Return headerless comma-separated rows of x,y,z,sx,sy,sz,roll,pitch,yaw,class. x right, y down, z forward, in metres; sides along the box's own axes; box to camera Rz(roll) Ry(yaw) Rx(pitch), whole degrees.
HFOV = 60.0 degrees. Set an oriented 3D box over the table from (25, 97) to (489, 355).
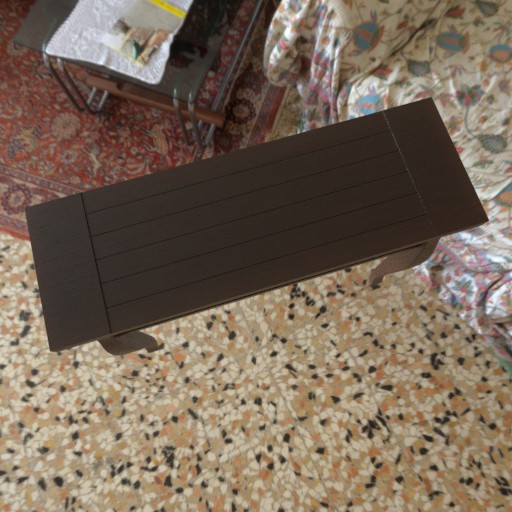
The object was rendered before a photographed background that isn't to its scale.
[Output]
0.000,0.000,1.438,1.062,0.768,0.373,-16,75,-4,table
